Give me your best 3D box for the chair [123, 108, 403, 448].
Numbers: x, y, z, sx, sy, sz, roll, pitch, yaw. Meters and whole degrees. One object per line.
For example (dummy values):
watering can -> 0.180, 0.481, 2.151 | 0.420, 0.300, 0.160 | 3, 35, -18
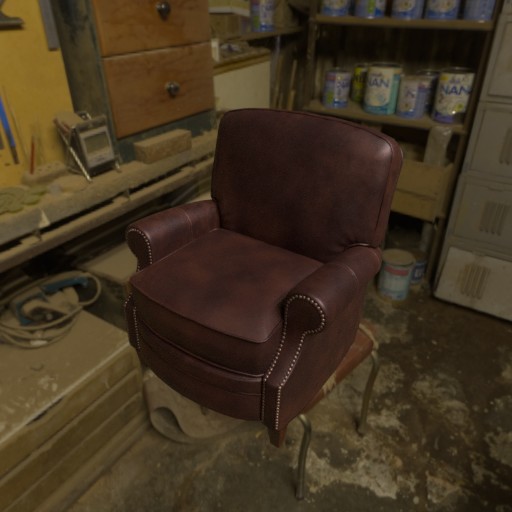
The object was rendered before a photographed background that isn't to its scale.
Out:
chair -> 0.000, 0.000, 1.802 | 0.936, 1.018, 0.986 | 20, 37, 30
